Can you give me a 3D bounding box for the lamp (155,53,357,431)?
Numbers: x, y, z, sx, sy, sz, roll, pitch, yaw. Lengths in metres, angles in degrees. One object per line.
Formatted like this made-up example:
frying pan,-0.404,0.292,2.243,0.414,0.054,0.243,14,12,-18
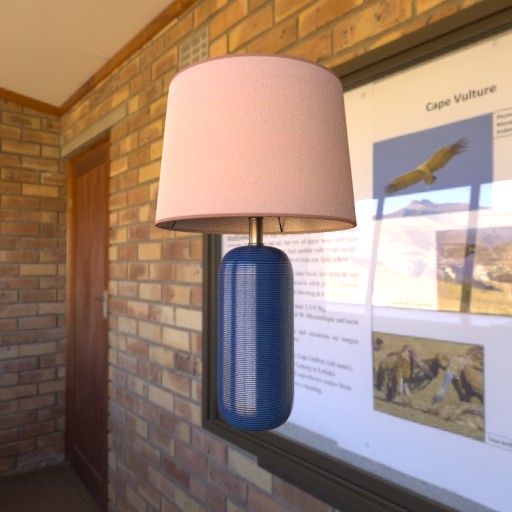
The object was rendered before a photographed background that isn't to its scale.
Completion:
lamp,0.000,0.000,0.824,0.367,0.609,0.367,0,-1,0
